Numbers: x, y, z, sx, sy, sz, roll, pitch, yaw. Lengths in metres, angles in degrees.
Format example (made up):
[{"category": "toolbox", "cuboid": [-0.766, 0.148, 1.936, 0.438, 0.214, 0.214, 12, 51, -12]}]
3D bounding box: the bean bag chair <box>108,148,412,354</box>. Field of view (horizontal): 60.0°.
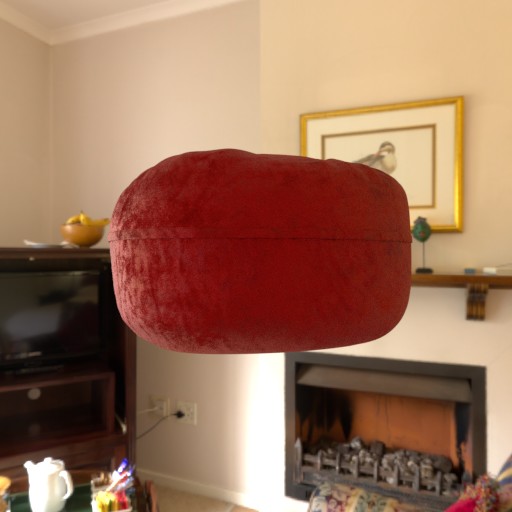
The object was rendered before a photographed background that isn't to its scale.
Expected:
[{"category": "bean bag chair", "cuboid": [0.000, 0.000, 2.422, 1.524, 0.878, 1.524, 0, 0, -16]}]
